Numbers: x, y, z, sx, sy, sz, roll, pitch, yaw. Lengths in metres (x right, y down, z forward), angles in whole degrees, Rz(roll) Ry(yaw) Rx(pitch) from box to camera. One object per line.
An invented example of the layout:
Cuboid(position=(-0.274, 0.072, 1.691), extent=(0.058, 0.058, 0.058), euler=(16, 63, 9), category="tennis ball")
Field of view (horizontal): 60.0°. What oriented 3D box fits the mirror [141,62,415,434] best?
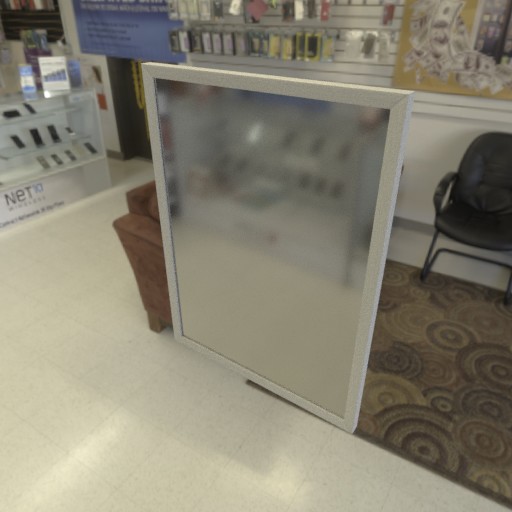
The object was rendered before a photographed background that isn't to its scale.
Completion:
Cuboid(position=(0.000, 0.000, 1.329), extent=(0.762, 1.016, 0.040), euler=(20, 36, 30), category="mirror")
